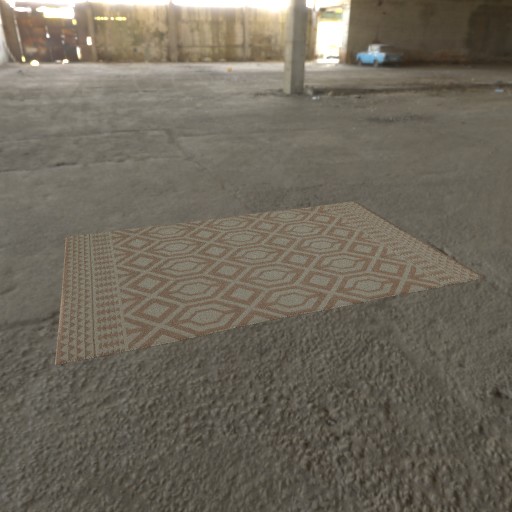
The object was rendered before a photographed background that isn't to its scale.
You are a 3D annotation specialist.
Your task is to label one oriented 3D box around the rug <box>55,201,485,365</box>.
[{"bbox_3d":[0.000,0.000,2.986,2.435,0.011,1.526,-9,27,-17],"label":"rug"}]
